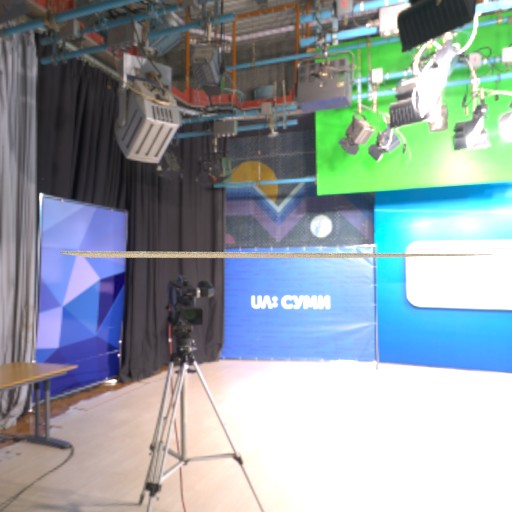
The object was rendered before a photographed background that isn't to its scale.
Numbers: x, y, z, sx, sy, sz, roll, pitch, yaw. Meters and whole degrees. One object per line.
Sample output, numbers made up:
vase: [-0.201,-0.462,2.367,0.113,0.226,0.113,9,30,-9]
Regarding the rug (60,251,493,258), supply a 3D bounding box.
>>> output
rug: [0.000,0.000,3.883,2.894,0.013,2.286,0,-1,-17]
